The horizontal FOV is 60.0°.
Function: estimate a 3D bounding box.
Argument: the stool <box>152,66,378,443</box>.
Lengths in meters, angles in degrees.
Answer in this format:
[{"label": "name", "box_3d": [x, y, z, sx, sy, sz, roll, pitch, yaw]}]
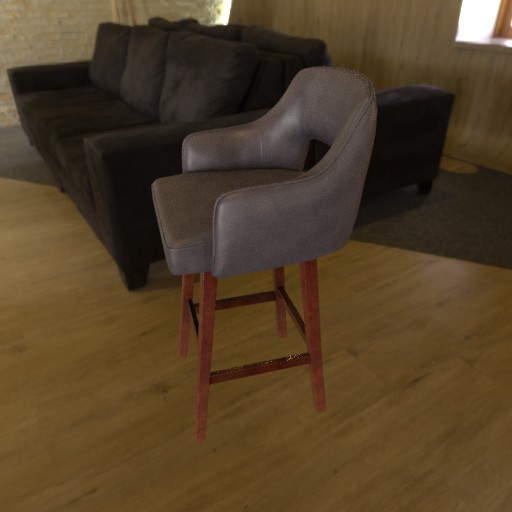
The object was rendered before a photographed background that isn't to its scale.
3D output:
[{"label": "stool", "box_3d": [0.000, 0.000, 1.362, 0.560, 1.041, 0.550, -8, 31, -14]}]
